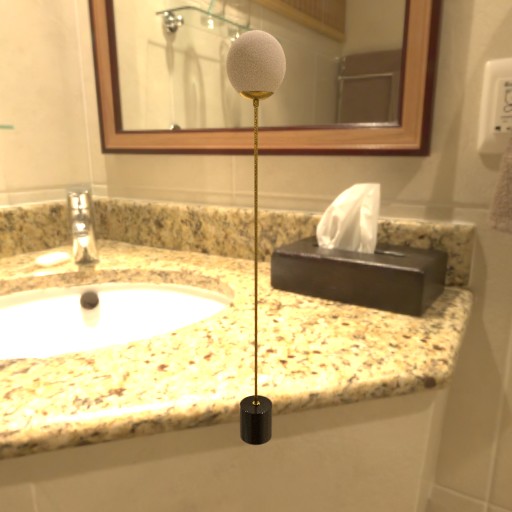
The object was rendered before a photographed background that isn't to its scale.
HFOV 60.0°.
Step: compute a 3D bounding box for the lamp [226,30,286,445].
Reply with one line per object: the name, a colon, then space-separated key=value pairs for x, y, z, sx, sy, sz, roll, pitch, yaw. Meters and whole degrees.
lamp: x=0.000 y=0.000 z=1.885 sx=0.229 sy=1.748 sz=0.229 roll=-2 pitch=14 yaw=-7
